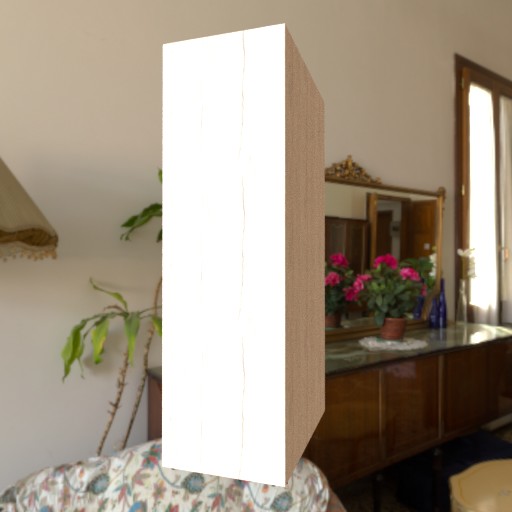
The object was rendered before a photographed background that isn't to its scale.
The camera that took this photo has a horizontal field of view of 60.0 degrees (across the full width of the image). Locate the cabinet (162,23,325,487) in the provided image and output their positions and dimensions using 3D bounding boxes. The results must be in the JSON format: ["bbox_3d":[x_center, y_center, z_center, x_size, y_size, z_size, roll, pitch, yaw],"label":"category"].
[{"bbox_3d":[0.000,0.000,2.394,0.580,1.930,0.980,0,-1,18],"label":"cabinet"}]
